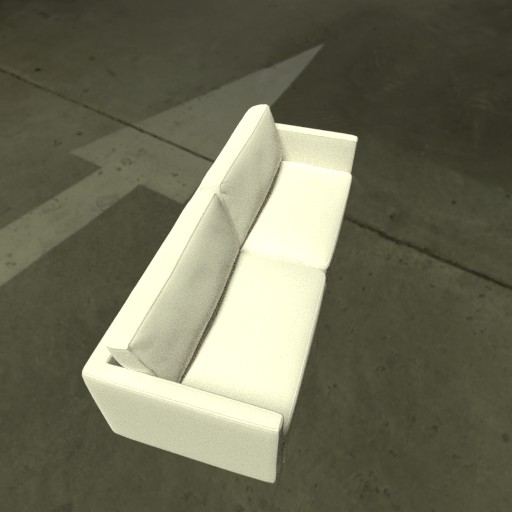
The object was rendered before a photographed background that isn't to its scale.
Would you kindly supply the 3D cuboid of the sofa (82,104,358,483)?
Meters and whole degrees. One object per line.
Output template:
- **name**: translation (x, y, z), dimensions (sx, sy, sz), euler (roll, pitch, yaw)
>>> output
- **sofa**: translation (0.000, 0.000, 2.828), dimensions (0.951, 0.962, 2.361), euler (12, 47, 12)
